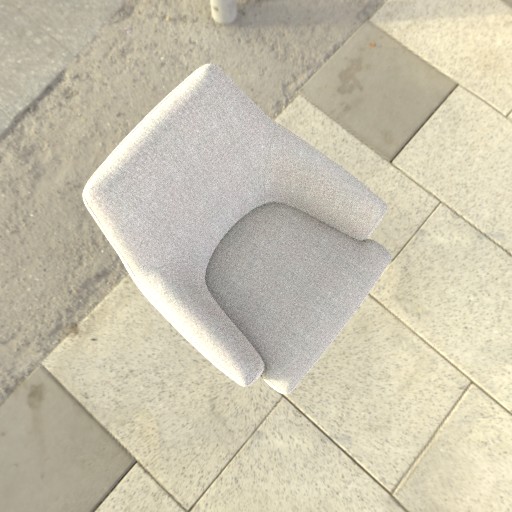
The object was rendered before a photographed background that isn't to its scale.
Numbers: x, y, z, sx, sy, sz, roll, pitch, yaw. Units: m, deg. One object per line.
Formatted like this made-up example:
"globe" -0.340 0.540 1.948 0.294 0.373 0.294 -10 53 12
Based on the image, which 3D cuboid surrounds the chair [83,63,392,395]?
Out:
"chair" 0.000 0.000 1.358 0.677 0.874 0.642 38 79 9
